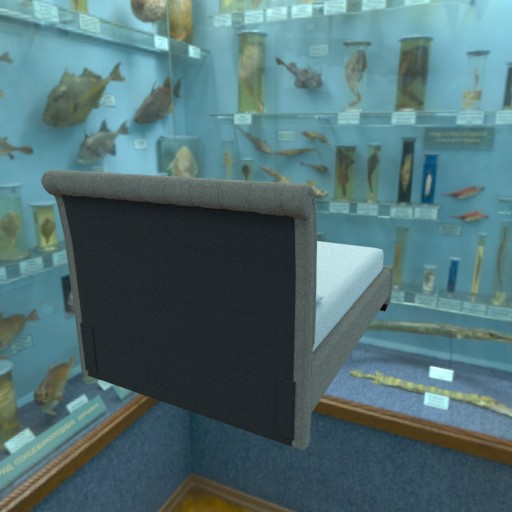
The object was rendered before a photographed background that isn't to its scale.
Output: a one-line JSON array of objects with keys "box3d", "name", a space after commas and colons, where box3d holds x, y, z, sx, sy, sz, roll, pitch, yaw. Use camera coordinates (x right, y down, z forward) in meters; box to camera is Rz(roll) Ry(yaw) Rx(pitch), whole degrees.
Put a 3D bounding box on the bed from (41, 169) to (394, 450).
[{"box3d": [0.000, 0.000, 3.329, 1.645, 1.371, 2.252, 8, 18, 27], "name": "bed"}]
